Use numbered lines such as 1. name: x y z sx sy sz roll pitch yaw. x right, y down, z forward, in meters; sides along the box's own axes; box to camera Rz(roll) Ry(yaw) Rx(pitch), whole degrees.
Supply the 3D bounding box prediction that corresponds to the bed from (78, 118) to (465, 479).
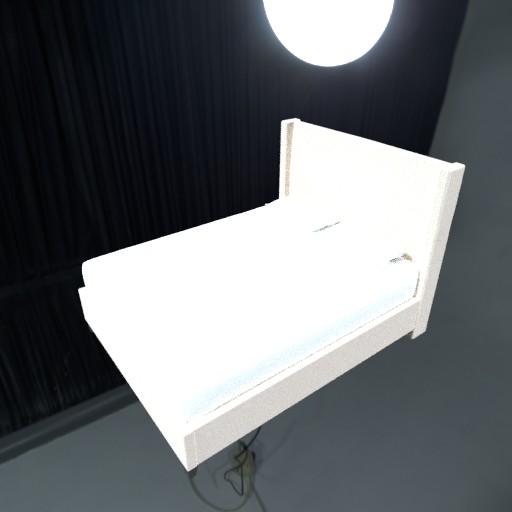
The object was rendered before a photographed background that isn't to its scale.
1. bed: 0.000 0.000 3.430 2.293 1.471 1.778 -20 36 -31
